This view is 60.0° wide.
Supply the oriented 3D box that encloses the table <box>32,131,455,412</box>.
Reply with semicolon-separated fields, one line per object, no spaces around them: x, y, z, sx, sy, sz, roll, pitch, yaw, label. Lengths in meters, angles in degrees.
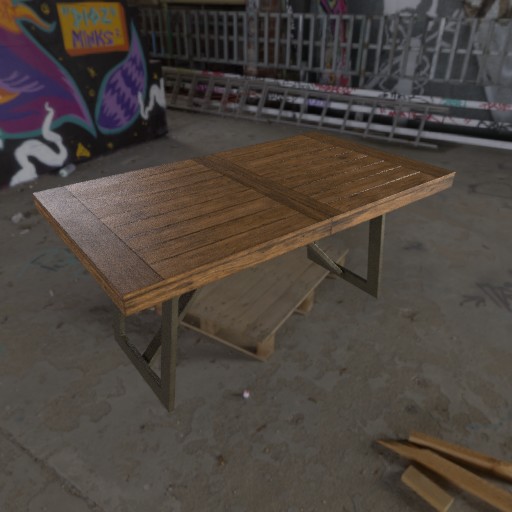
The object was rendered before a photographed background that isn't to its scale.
0.000;0.000;2.154;1.641;0.757;0.931;-21;36;-32;table
